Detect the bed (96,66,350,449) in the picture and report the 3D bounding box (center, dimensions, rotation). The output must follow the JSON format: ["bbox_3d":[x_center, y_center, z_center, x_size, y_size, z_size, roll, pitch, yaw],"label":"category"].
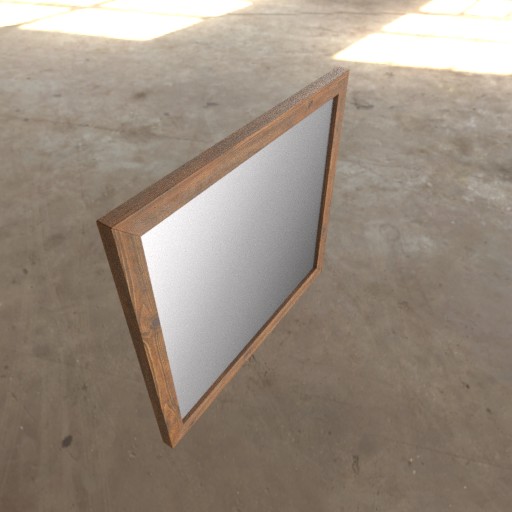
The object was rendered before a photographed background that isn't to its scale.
[{"bbox_3d":[0.000,0.000,1.497,0.046,0.942,1.046,25,48,25],"label":"bed"}]
